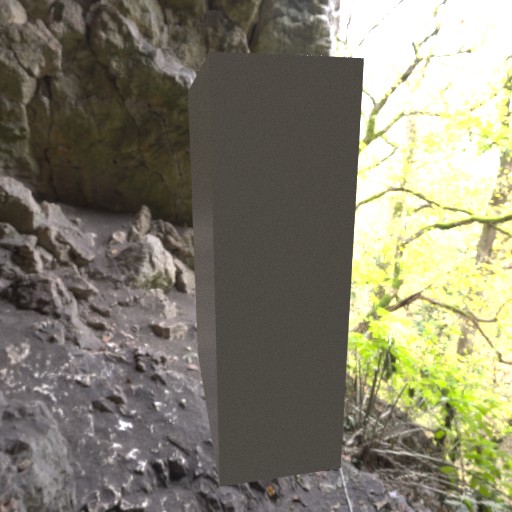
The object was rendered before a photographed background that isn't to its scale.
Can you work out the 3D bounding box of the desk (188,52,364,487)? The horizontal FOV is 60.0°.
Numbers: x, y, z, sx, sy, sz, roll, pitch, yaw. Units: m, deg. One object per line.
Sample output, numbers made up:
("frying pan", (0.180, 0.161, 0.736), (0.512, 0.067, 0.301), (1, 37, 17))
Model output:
("desk", (0.000, 0.000, 1.587), (0.390, 1.190, 0.850), (-3, 15, -11))
